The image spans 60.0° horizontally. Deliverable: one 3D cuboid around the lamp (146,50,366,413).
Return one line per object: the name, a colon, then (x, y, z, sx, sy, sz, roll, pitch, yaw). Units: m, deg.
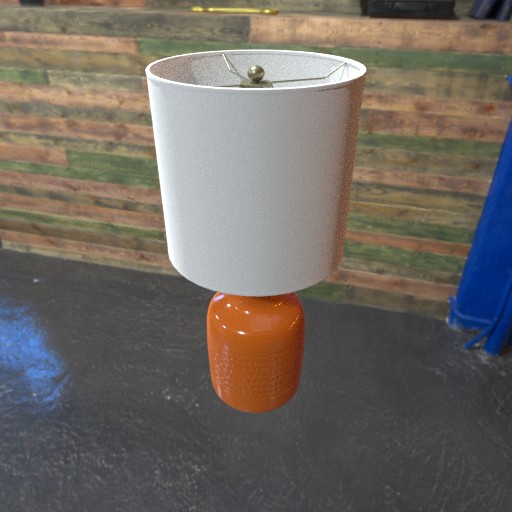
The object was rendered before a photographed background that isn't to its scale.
lamp: (0.000, 0.000, 1.089, 0.418, 0.871, 0.418, 9, 34, 14)
